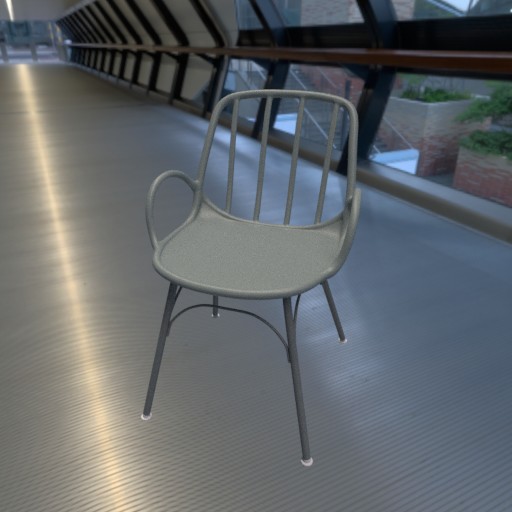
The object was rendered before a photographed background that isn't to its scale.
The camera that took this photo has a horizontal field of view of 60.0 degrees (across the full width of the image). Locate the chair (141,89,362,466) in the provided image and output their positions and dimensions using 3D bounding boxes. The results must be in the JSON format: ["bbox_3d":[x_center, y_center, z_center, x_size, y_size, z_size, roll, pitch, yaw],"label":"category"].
[{"bbox_3d":[0.000,0.000,1.239,0.549,0.816,0.597,9,28,16],"label":"chair"}]
